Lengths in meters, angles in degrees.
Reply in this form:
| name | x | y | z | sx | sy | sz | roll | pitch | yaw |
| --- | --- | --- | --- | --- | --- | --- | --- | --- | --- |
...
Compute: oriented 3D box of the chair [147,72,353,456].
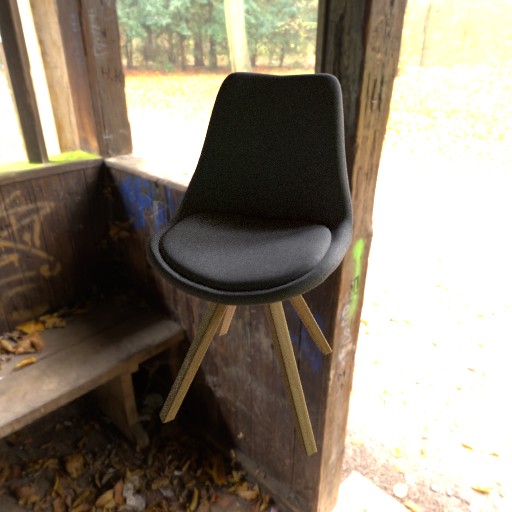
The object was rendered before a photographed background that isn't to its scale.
| name | x | y | z | sx | sy | sz | roll | pitch | yaw |
| --- | --- | --- | --- | --- | --- | --- | --- | --- | --- |
| chair | 0.000 | 0.000 | 1.173 | 0.483 | 0.865 | 0.550 | 7 | 27 | 14 |
